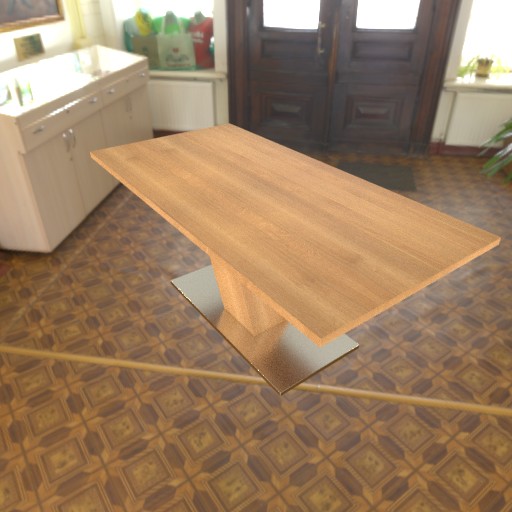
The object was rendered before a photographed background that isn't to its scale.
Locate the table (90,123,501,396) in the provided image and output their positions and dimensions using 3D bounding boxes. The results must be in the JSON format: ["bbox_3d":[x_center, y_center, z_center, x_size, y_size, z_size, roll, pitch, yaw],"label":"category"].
[{"bbox_3d":[0.000,0.000,2.208,0.900,0.750,1.800,-22,39,-30],"label":"table"}]
